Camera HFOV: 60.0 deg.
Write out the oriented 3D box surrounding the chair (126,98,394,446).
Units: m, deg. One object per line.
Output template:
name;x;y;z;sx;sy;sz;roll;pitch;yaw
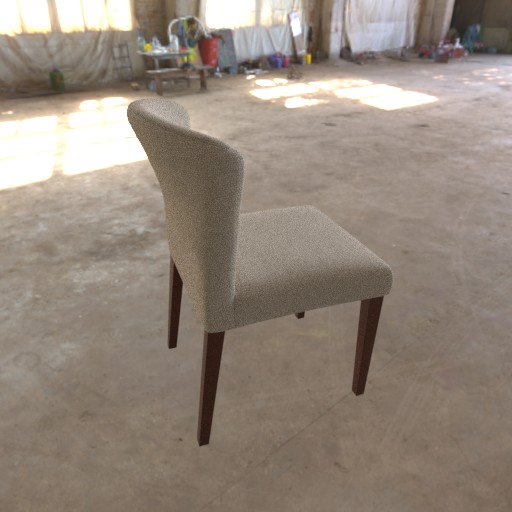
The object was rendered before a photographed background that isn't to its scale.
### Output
chair;0.000;0.000;1.233;0.589;0.839;0.491;-10;31;-18
